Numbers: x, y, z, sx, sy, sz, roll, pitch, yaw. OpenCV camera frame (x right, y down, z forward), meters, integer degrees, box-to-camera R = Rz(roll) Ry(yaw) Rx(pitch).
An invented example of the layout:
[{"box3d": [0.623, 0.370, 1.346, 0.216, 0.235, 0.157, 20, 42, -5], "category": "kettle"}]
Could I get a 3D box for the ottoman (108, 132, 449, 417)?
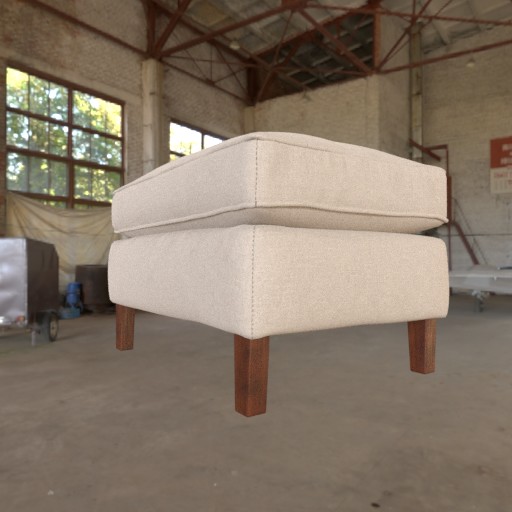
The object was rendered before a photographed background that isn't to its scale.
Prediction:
[{"box3d": [0.000, 0.000, 0.986, 0.501, 0.456, 0.665, 0, -1, -35], "category": "ottoman"}]
